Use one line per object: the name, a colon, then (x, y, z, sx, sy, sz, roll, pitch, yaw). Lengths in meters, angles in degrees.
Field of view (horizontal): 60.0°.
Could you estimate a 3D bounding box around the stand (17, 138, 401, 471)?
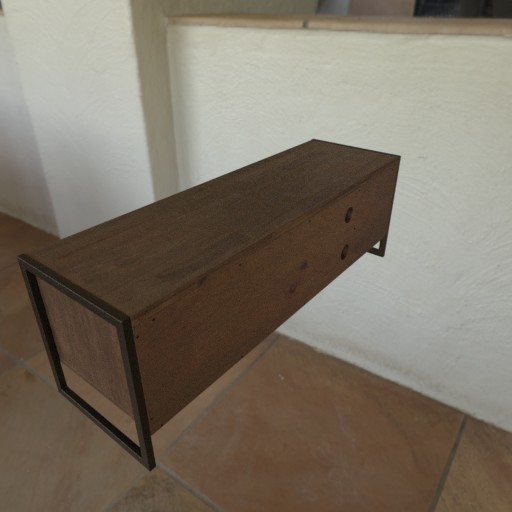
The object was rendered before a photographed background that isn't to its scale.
stand: (0.000, 0.000, 1.683, 0.454, 0.506, 1.480, 22, 36, 33)
